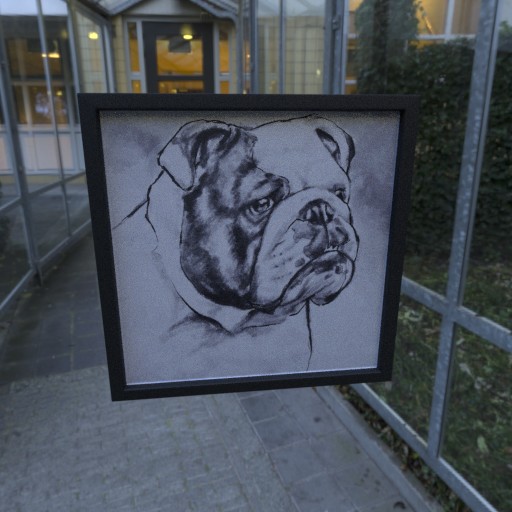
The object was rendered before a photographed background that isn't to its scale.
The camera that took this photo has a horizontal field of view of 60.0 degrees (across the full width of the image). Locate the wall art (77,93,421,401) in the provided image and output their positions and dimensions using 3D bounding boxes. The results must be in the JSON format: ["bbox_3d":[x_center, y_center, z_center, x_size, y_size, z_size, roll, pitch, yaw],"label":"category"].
[{"bbox_3d":[0.000,0.000,0.660,0.456,0.453,0.022,-2,17,-7],"label":"wall art"}]
